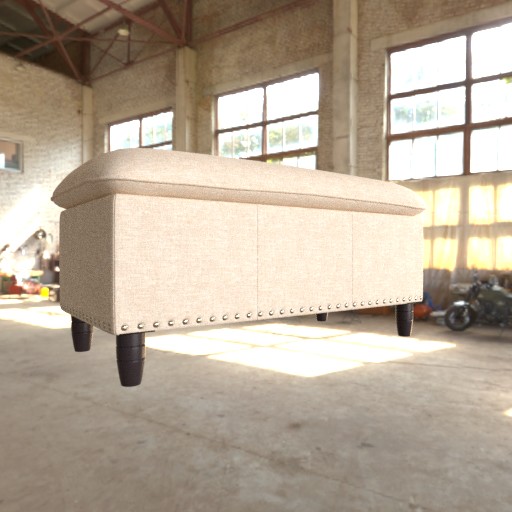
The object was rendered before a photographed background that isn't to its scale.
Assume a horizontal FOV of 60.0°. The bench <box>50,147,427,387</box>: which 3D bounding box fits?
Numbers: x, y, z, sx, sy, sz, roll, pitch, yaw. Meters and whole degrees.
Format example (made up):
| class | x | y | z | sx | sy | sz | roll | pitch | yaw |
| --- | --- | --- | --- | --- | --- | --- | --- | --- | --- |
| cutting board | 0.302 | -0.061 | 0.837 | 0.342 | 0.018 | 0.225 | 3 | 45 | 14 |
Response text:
| class | x | y | z | sx | sy | sz | roll | pitch | yaw |
| --- | --- | --- | --- | --- | --- | --- | --- | --- | --- |
| bench | 0.000 | 0.000 | 1.234 | 0.991 | 0.483 | 0.483 | 0 | 1 | -35 |
